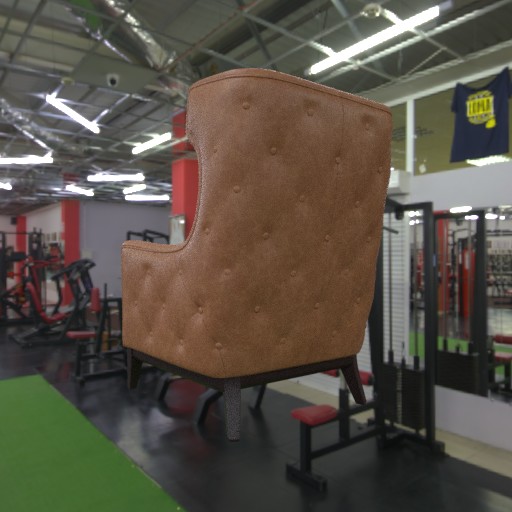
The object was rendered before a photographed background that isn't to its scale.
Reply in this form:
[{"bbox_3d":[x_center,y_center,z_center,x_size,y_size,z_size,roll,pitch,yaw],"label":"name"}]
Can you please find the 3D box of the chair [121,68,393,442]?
[{"bbox_3d":[0.000,0.000,1.685,0.766,1.079,0.899,0,0,-36],"label":"chair"}]
